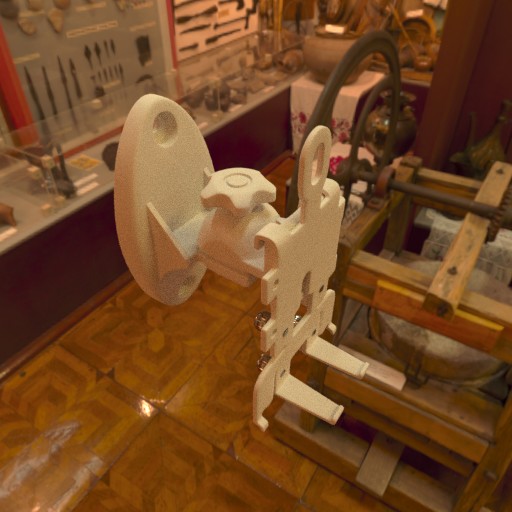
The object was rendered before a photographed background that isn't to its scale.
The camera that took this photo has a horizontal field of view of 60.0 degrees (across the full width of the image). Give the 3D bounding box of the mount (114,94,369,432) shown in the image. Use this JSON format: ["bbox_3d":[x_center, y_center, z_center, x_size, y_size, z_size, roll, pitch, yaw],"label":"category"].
[{"bbox_3d":[0.000,0.000,0.177,0.100,0.118,0.066,24,45,26],"label":"mount"}]
